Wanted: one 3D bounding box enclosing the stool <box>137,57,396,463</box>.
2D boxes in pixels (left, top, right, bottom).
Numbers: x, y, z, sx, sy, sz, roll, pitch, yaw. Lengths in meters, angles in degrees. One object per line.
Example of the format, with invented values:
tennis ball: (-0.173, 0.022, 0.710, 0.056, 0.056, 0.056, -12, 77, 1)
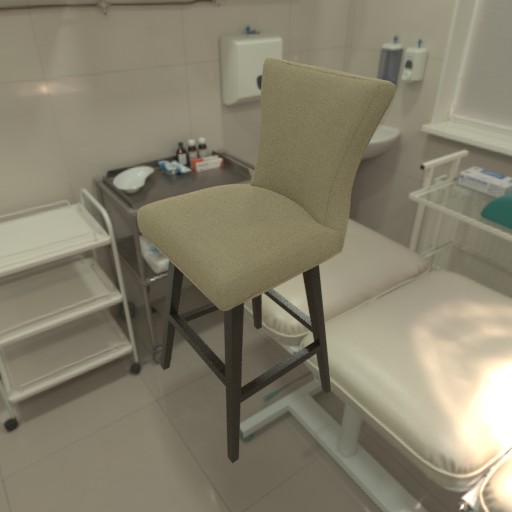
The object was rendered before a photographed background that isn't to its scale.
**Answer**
stool: (0.000, 0.000, 1.423, 0.574, 1.086, 0.514, -21, 38, -30)
